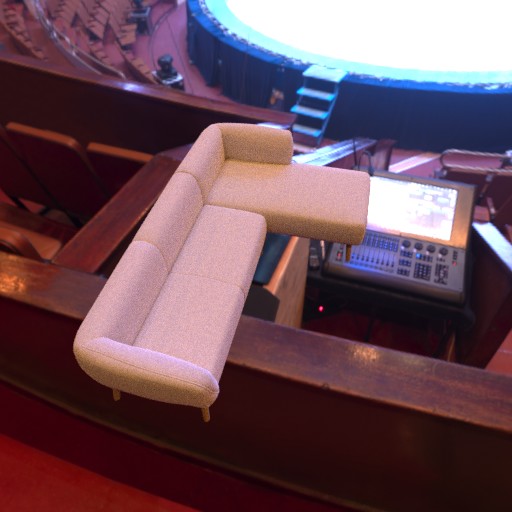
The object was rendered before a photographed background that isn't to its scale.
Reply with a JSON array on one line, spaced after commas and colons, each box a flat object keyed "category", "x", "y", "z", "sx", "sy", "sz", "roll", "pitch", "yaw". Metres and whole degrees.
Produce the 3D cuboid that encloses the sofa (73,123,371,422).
[{"category": "sofa", "x": 0.000, "y": 0.000, "z": 3.374, "sx": 1.610, "sy": 0.730, "sz": 2.660, "roll": 10, "pitch": 46, "yaw": 9}]
